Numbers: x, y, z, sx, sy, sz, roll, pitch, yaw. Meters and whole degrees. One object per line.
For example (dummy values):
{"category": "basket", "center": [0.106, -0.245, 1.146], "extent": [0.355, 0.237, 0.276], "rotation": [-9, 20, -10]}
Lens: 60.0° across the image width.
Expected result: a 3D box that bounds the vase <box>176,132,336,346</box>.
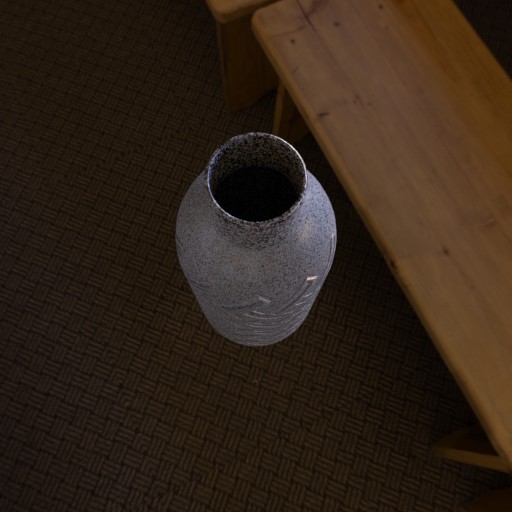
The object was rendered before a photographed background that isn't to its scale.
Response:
{"category": "vase", "center": [0.000, 0.000, 0.352], "extent": [0.122, 0.282, 0.122], "rotation": [0, 74, 0]}
